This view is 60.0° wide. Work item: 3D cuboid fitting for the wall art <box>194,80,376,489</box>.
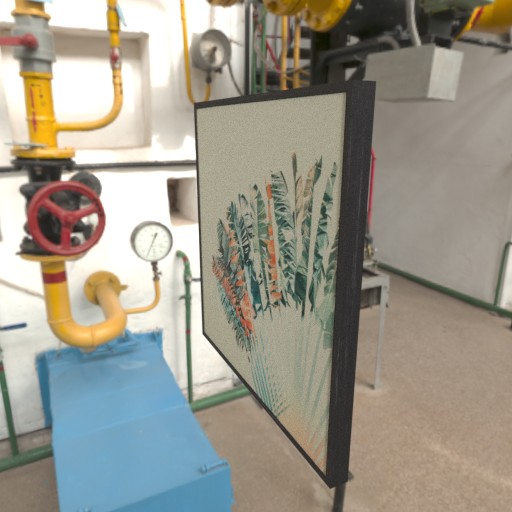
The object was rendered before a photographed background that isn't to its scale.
[{"bbox_3d":[0.000,0.000,1.112,0.043,0.758,0.762,-8,18,-25],"label":"wall art"}]
